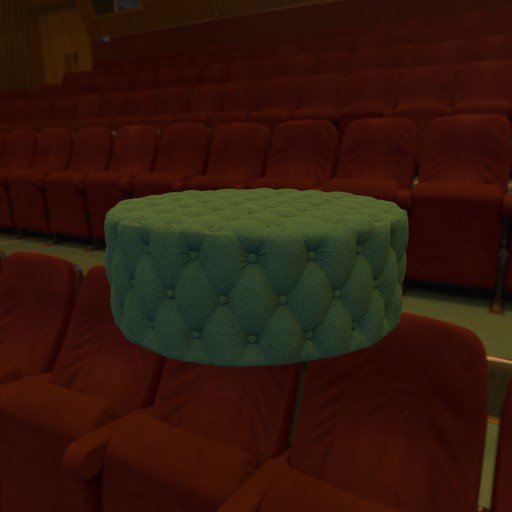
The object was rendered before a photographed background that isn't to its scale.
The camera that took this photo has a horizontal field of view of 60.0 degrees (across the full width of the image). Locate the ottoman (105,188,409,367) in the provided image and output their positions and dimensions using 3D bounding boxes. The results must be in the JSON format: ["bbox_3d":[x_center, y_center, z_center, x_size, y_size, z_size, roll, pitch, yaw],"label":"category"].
[{"bbox_3d":[0.000,0.000,1.539,0.998,0.399,0.998,0,14,0],"label":"ottoman"}]
